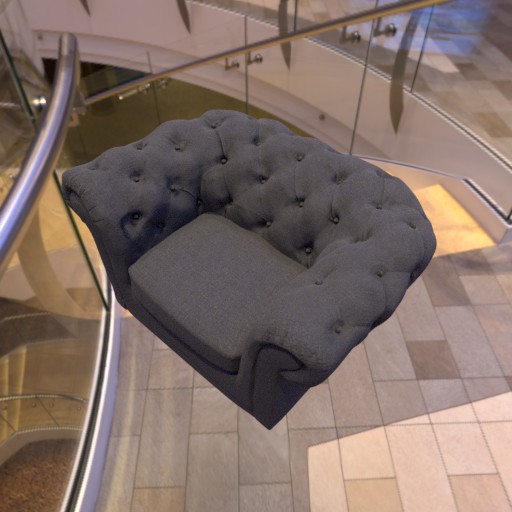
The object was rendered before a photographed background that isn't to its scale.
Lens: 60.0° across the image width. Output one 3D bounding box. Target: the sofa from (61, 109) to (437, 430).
[{"bbox_3d":[0.000,0.000,2.044,1.405,0.878,1.032,33,54,28],"label":"sofa"}]
